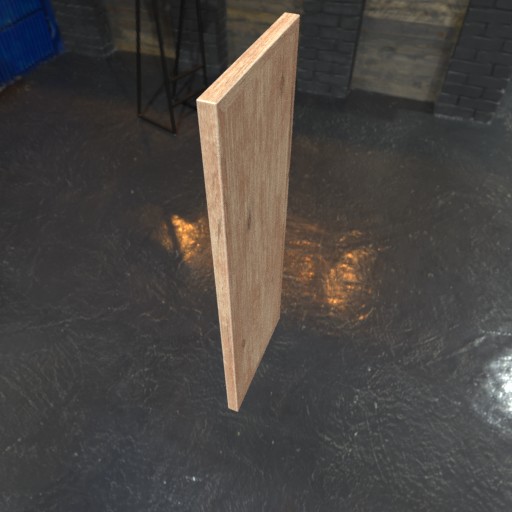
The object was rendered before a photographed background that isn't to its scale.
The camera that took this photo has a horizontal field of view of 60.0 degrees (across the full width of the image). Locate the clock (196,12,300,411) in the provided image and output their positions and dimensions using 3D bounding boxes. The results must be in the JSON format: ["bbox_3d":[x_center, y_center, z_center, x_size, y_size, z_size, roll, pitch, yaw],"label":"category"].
[{"bbox_3d":[0.000,0.000,1.064,0.030,0.965,0.361,16,49,15],"label":"clock"}]
